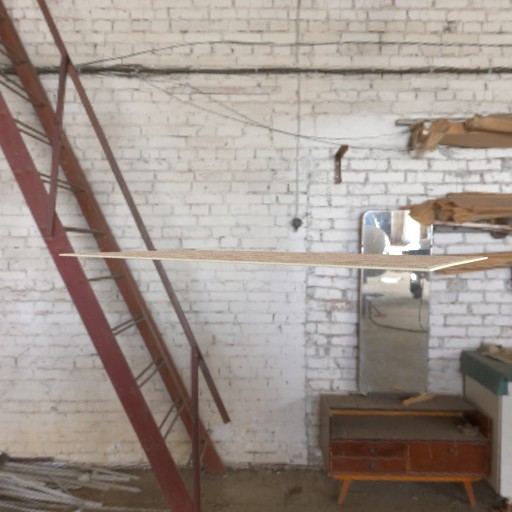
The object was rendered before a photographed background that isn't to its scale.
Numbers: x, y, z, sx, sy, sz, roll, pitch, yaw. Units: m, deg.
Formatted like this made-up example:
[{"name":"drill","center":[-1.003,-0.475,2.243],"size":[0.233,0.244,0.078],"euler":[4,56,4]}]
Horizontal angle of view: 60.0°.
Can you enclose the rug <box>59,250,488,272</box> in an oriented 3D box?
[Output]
[{"name":"rug","center":[0.000,0.000,1.395],"size":[1.219,0.007,0.604],"euler":[2,3,36]}]
